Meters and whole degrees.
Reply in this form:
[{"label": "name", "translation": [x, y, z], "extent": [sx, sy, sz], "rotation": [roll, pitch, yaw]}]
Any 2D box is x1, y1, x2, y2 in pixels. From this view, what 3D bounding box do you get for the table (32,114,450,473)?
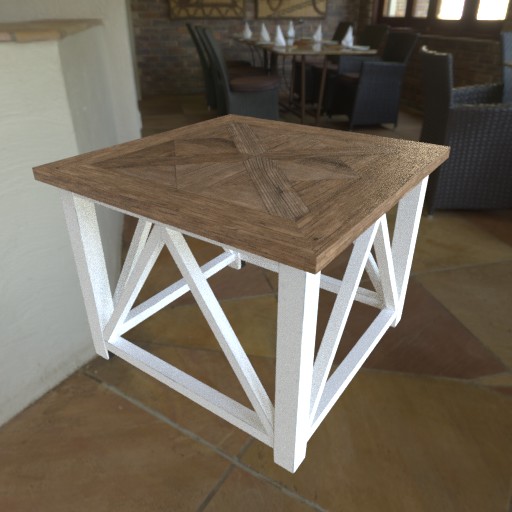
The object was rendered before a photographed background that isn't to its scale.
[{"label": "table", "translation": [0.000, 0.000, 1.165], "extent": [0.700, 0.532, 0.700], "rotation": [19, 34, 30]}]
